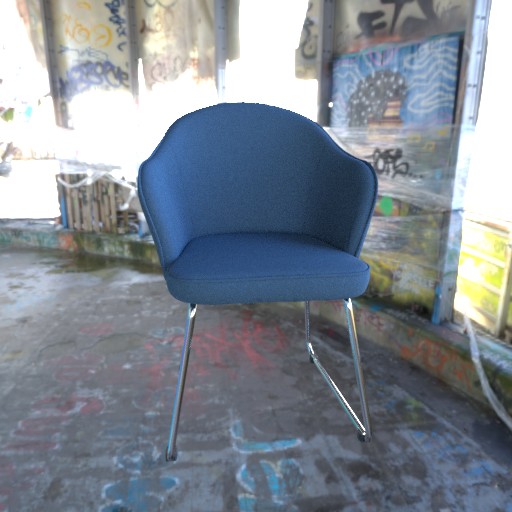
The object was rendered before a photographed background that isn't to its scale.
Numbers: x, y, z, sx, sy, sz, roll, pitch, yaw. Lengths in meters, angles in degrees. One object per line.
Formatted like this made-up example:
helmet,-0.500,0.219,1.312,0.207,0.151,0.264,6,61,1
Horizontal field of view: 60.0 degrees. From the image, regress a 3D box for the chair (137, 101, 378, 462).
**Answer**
chair,0.000,0.000,1.176,0.570,0.815,0.585,-2,15,-8
